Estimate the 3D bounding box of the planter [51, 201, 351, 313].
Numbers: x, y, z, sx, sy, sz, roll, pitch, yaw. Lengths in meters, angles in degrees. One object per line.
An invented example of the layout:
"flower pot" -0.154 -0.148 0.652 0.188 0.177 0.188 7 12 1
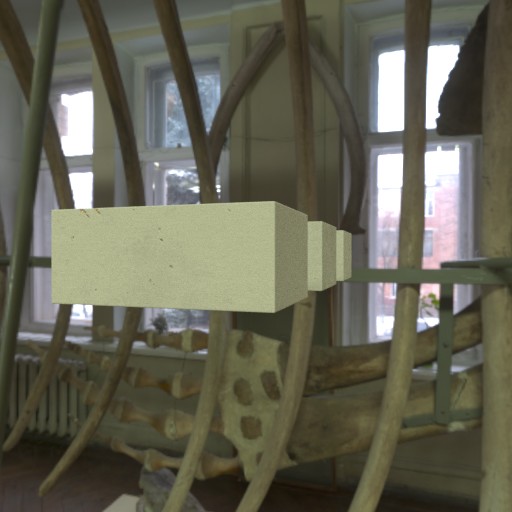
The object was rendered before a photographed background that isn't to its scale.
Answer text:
"planter" 0.000 0.000 0.381 0.127 0.051 0.333 0 0 18
